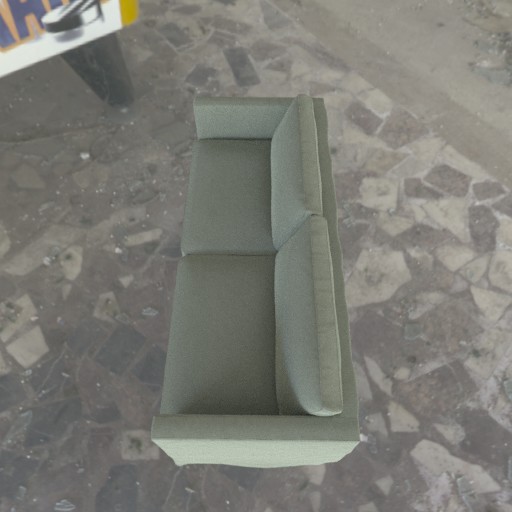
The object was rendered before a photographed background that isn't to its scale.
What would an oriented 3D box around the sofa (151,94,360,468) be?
[{"bbox_3d":[0.000,0.000,2.771,0.962,0.853,2.312,1,58,0],"label":"sofa"}]
